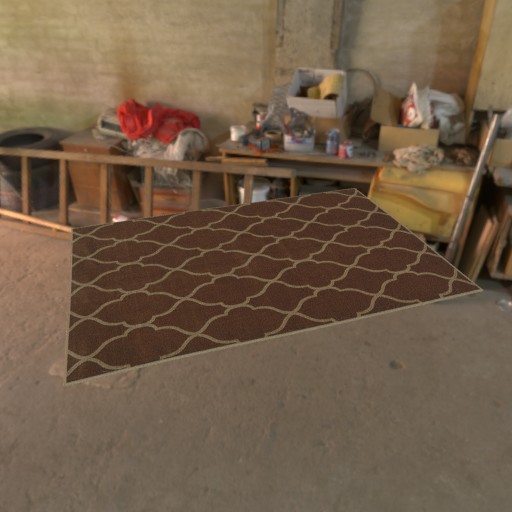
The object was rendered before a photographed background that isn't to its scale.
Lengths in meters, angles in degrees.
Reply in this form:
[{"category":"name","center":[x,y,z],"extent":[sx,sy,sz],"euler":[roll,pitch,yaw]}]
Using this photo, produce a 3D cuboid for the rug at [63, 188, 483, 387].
[{"category":"rug","center":[0.000,0.000,2.872],"extent":[2.294,0.014,1.528],"euler":[-10,34,-15]}]
